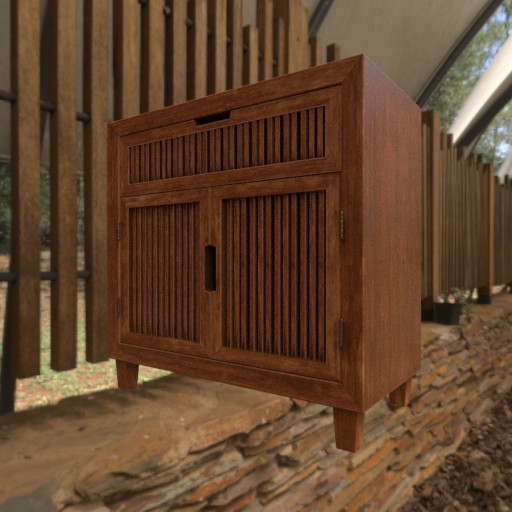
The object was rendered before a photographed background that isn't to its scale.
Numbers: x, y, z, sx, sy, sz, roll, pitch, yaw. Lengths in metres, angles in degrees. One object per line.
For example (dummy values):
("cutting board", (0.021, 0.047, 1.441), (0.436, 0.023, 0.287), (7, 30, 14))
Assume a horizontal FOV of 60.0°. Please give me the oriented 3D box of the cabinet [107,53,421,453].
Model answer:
("cabinet", (0.000, 0.000, 1.248), (0.796, 0.785, 0.412), (0, 0, 35))
